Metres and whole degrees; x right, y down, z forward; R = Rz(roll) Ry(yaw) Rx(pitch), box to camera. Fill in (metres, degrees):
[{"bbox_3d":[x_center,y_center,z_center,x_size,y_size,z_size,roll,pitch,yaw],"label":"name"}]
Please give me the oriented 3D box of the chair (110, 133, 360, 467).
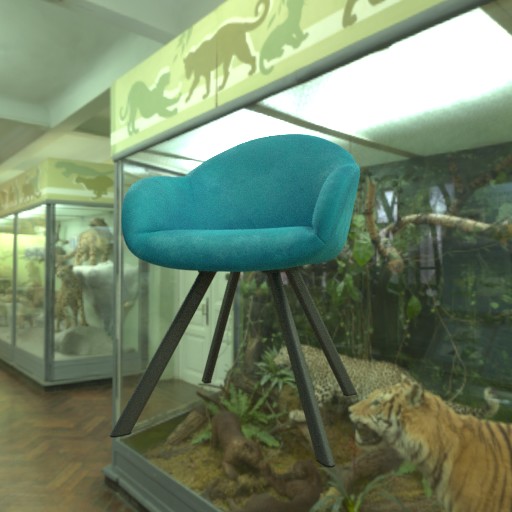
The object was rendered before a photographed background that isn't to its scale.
[{"bbox_3d":[0.000,0.000,1.179,0.550,0.795,0.590,0,-1,18],"label":"chair"}]
